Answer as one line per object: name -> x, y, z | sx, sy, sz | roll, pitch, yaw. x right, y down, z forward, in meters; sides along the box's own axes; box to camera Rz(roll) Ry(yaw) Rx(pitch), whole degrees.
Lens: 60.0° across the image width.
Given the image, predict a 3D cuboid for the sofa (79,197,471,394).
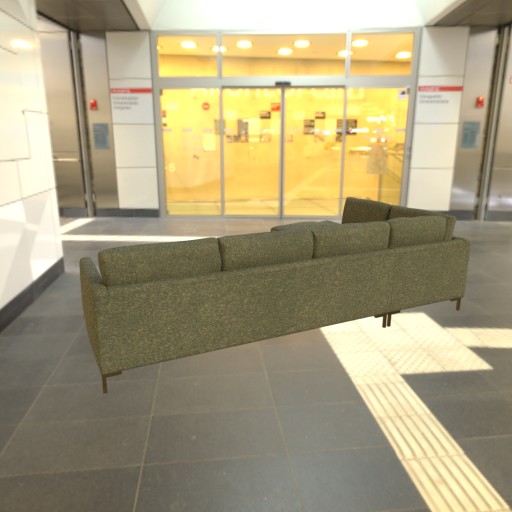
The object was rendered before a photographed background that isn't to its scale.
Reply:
sofa -> 0.000, 0.000, 3.863 | 2.949, 0.815, 2.007 | -7, 16, -25
